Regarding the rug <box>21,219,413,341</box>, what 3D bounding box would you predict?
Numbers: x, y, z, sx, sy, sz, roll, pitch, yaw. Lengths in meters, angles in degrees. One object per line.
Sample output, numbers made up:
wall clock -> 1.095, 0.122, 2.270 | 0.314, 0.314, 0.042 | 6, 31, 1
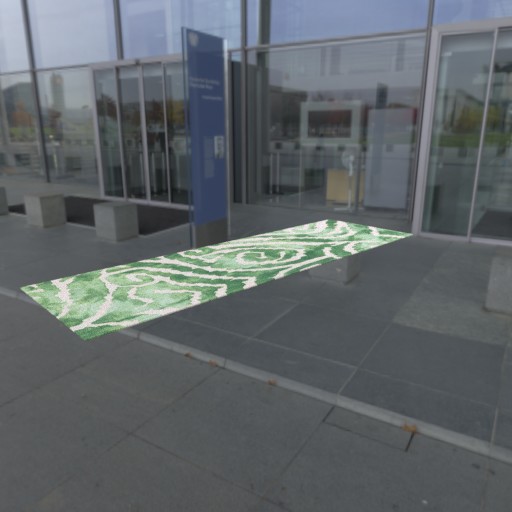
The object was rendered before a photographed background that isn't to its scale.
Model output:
rug -> 0.000, 0.000, 2.694 | 2.438, 0.006, 0.761 | -15, 22, -41
